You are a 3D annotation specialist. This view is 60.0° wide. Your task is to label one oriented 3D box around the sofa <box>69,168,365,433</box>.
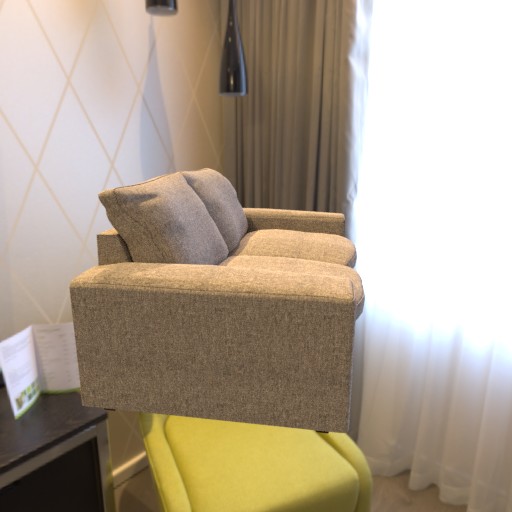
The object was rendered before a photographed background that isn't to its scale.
[{"bbox_3d":[0.000,0.000,2.384,1.094,0.877,1.758,2,15,9],"label":"sofa"}]
